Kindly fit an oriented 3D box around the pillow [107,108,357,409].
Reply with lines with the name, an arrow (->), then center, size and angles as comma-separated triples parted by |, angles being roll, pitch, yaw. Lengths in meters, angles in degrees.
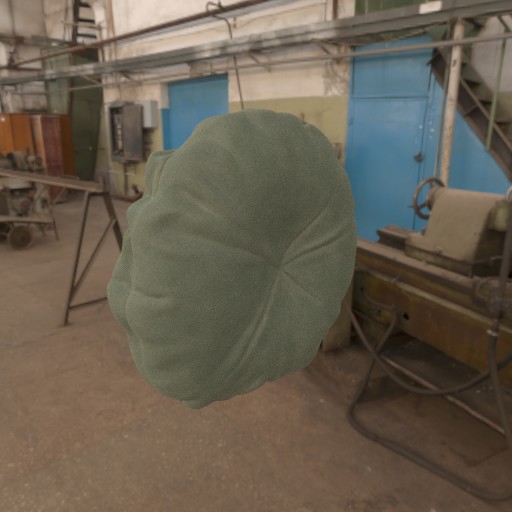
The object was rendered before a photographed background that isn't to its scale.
pillow -> 0.000, 0.000, 0.644 | 0.428, 0.407, 0.148 | -15, 22, -41
